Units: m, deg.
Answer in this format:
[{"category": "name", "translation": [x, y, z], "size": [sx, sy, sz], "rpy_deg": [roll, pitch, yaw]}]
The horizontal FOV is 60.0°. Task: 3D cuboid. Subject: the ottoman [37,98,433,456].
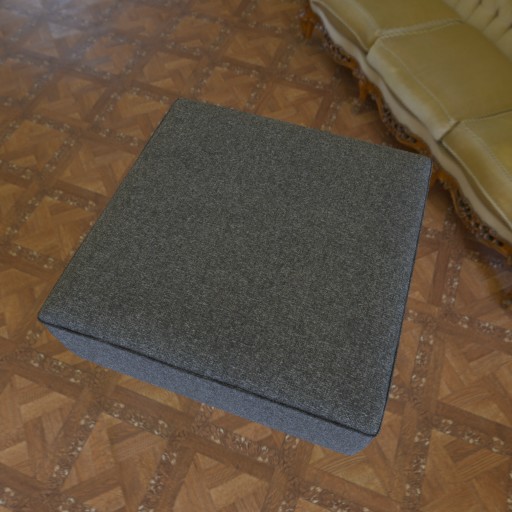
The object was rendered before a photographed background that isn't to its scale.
[{"category": "ottoman", "translation": [0.000, 0.000, 1.567], "size": [1.017, 0.423, 1.021], "rpy_deg": [17, 60, 10]}]
